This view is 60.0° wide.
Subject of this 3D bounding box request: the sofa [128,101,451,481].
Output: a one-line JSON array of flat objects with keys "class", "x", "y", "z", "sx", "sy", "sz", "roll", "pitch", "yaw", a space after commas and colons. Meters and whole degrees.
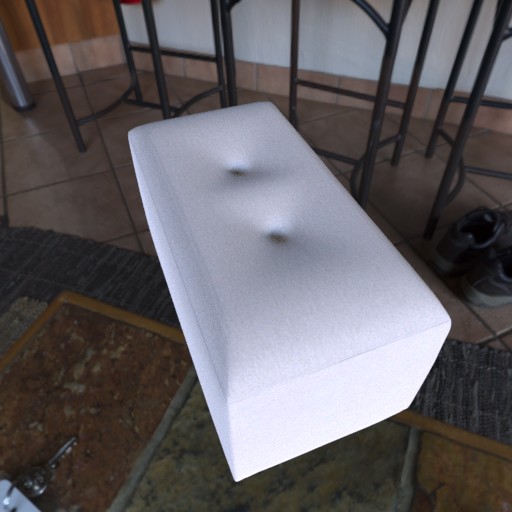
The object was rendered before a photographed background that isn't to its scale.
[{"class": "sofa", "x": 0.000, "y": 0.000, "z": 1.204, "sx": 0.480, "sy": 0.470, "sz": 0.930, "roll": -16, "pitch": 49, "yaw": -14}]
